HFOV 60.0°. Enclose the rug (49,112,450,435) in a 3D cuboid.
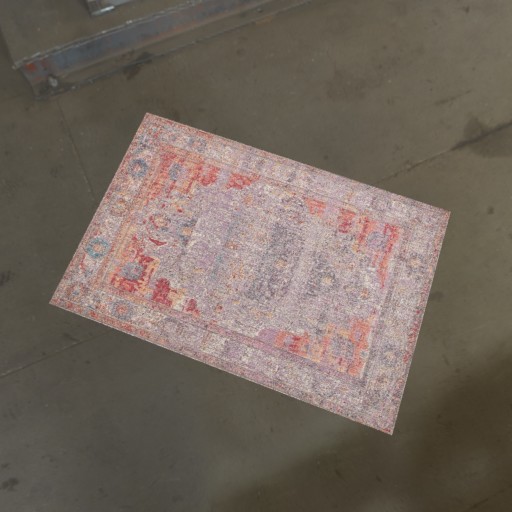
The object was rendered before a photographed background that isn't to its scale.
[{"bbox_3d":[0.000,0.000,2.363,1.829,0.005,1.219,19,74,6],"label":"rug"}]
